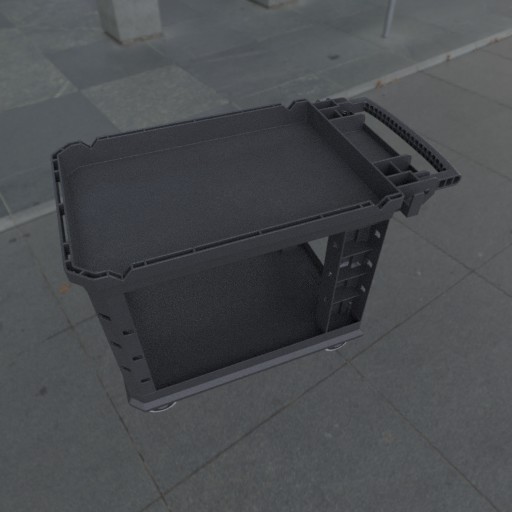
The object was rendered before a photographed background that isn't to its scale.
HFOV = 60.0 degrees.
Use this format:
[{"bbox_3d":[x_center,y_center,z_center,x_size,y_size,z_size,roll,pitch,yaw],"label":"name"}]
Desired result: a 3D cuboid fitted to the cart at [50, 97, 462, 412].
[{"bbox_3d":[0.000,0.000,1.751,1.239,0.884,0.674,-16,48,-15],"label":"cart"}]
